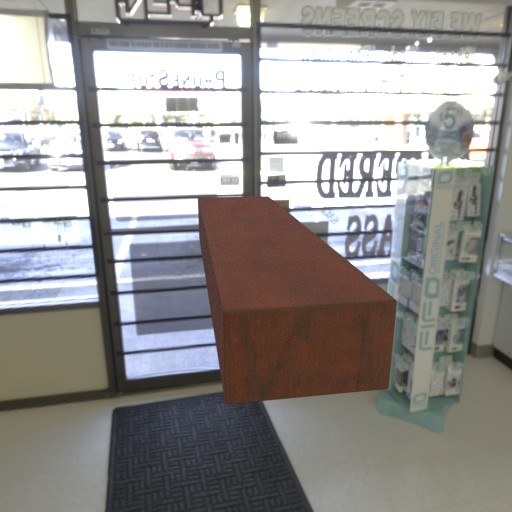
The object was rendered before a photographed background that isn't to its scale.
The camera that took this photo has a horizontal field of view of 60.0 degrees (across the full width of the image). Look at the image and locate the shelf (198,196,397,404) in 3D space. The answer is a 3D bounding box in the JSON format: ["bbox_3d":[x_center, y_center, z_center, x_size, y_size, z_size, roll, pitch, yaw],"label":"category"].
[{"bbox_3d":[0.000,0.000,0.675,0.152,0.088,0.607,-3,17,-9],"label":"shelf"}]
